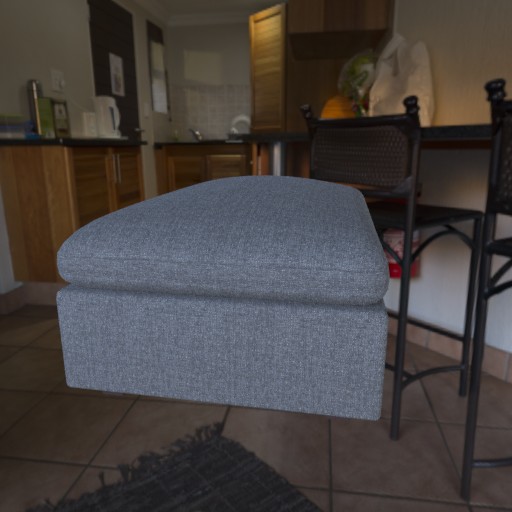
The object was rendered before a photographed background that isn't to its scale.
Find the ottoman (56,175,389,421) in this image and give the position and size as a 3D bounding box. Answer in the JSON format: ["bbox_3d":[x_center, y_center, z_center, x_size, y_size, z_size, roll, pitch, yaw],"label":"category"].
[{"bbox_3d":[0.000,0.000,1.402,0.711,0.483,1.041,3,15,10],"label":"ottoman"}]
